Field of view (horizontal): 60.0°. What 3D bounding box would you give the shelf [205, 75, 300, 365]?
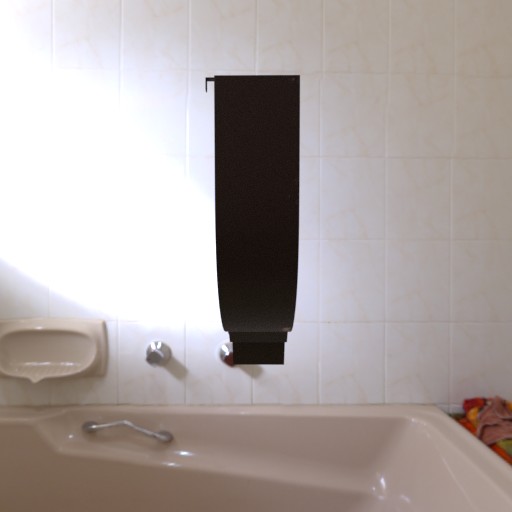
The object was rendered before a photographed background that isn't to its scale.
[{"bbox_3d":[0.000,0.000,0.892,0.112,0.439,0.729,0,1,1],"label":"shelf"}]
